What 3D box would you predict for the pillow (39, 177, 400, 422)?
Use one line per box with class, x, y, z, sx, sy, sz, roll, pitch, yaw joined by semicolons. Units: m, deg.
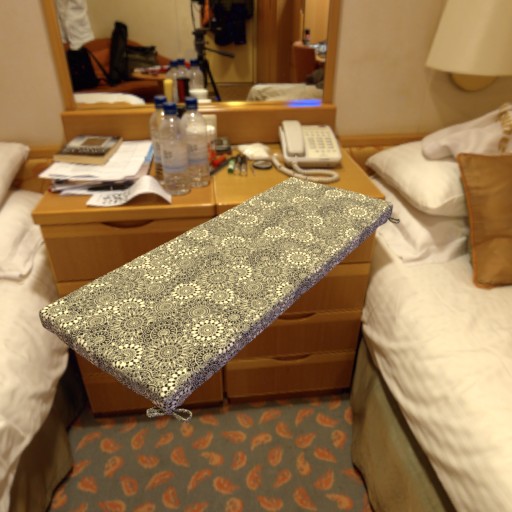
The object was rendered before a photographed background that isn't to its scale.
pillow;0.000;0.000;1.362;0.492;0.081;1.187;21;37;31
